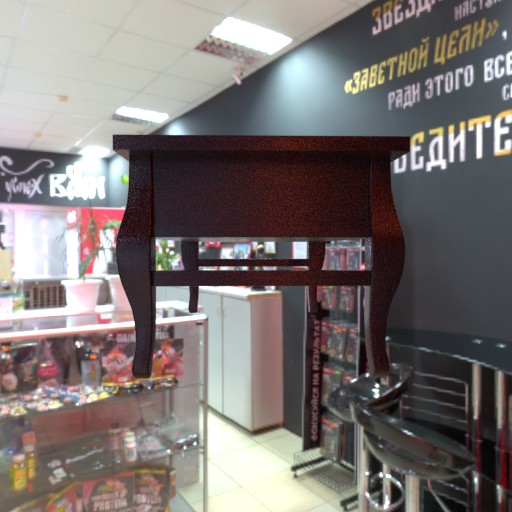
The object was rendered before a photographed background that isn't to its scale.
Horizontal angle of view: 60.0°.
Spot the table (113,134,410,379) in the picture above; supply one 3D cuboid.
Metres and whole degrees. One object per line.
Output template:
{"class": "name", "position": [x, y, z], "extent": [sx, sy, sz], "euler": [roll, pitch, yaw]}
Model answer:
{"class": "table", "position": [0.000, 0.000, 1.402], "extent": [0.600, 0.494, 1.062], "euler": [0, 1, -1]}
